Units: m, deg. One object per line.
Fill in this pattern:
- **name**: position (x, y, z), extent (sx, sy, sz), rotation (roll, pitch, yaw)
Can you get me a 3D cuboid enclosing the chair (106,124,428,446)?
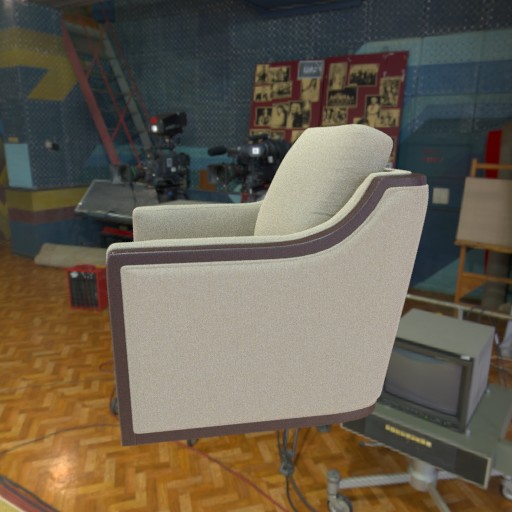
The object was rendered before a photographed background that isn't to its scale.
- **chair**: position (0.000, 0.000, 1.649), extent (0.950, 0.930, 0.870), rotation (-2, 15, -9)
